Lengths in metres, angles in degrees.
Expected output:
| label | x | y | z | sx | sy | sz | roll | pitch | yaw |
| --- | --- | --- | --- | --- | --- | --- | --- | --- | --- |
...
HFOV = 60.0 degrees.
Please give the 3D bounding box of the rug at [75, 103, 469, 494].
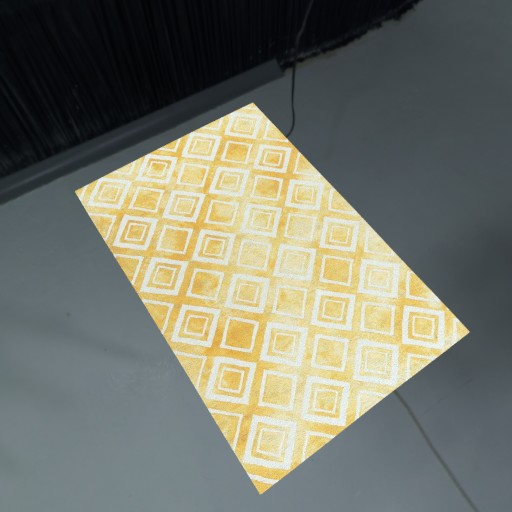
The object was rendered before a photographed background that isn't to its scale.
| label | x | y | z | sx | sy | sz | roll | pitch | yaw |
| --- | --- | --- | --- | --- | --- | --- | --- | --- | --- |
| rug | 0.000 | 0.000 | 2.300 | 1.213 | 0.010 | 1.829 | -32 | 67 | -15 |
